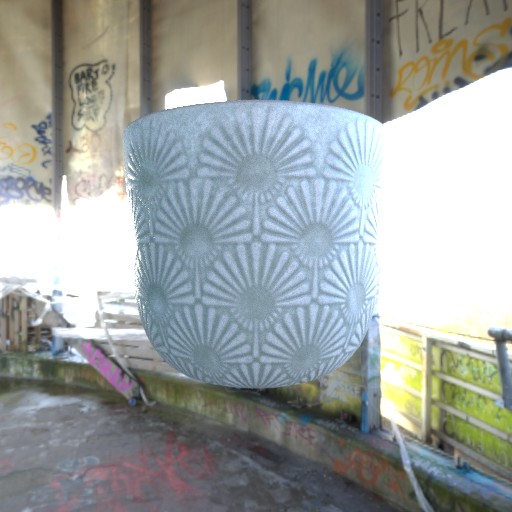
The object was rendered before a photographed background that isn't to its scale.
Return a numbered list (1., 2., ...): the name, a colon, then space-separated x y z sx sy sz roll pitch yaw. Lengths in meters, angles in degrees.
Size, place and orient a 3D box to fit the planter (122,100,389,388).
1. planter: 0.000 0.000 0.295 0.170 0.152 0.170 0 1 0
